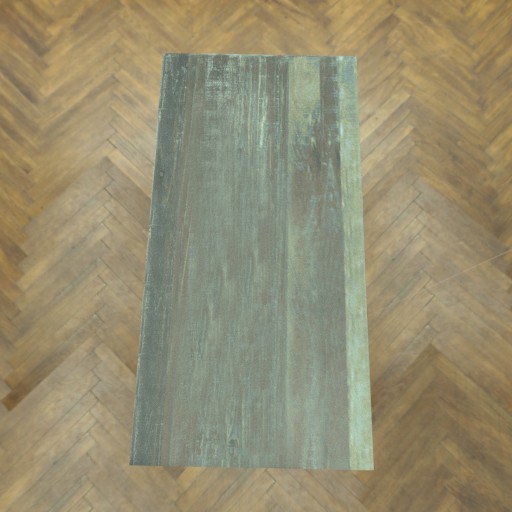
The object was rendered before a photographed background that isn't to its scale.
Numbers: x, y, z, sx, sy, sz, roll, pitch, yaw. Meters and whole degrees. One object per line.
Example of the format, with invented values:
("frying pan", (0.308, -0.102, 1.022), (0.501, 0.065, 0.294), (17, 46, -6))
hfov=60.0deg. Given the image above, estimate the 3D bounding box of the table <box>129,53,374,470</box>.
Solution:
("table", (0.000, 0.000, 1.329), (0.554, 0.399, 1.088), (1, 76, 0))
